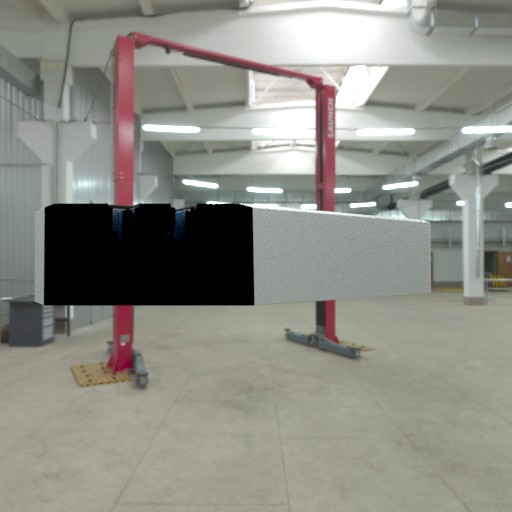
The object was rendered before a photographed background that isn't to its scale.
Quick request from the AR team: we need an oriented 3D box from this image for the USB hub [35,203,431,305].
[{"bbox_3d":[0.000,0.000,0.127,0.110,0.023,0.044,1,-1,-35],"label":"USB hub"}]
